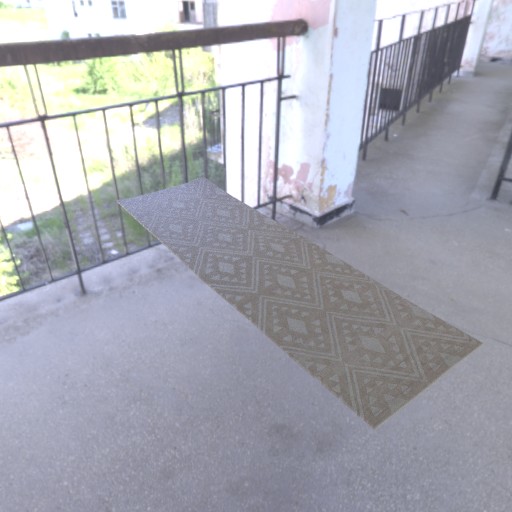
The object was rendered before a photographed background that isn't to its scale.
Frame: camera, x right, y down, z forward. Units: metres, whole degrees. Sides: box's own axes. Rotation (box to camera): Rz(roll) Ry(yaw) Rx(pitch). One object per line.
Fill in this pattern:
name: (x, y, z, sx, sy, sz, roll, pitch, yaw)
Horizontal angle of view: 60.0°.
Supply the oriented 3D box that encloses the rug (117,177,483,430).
rug: (0.000, 0.000, 2.656, 0.752, 0.051, 2.452, -22, 38, -31)
